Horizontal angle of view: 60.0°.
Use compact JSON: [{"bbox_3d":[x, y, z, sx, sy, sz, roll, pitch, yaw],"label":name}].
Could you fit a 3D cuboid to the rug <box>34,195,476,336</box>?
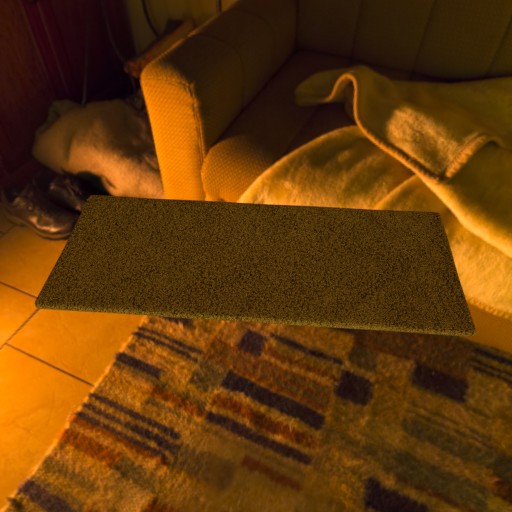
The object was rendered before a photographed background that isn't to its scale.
[{"bbox_3d":[0.000,0.000,1.726,1.524,0.030,0.609,3,47,3],"label":"rug"}]
